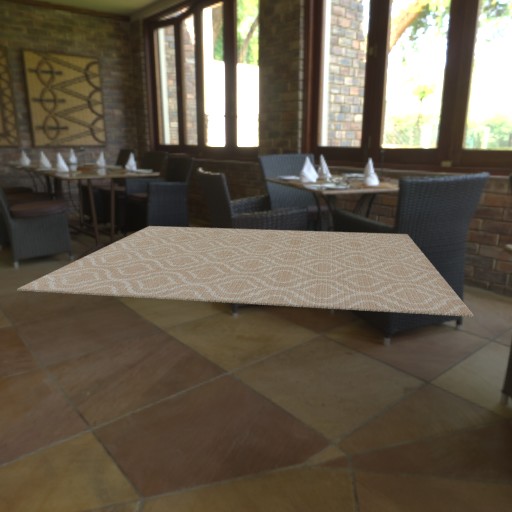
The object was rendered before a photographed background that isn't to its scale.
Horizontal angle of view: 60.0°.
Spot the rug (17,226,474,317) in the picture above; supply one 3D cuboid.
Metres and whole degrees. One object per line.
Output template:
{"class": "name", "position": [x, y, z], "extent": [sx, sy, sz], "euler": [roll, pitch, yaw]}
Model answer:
{"class": "rug", "position": [0.000, 0.000, 3.850], "extent": [2.894, 0.013, 2.286], "euler": [2, 15, 9]}
